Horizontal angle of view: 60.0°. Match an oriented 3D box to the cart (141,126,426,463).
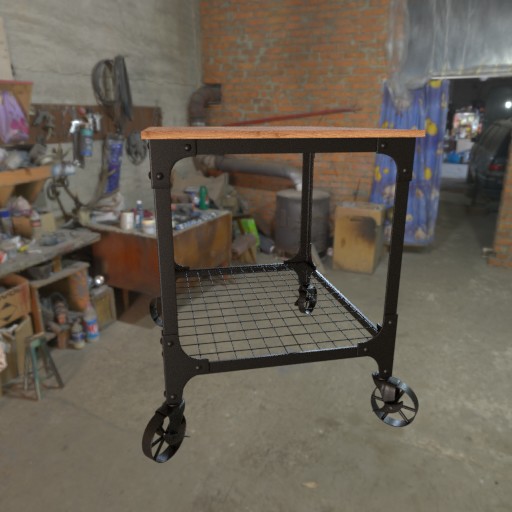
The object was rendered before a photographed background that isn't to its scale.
[{"bbox_3d":[0.000,0.000,1.088,0.558,0.603,0.666,-3,17,-11],"label":"cart"}]
